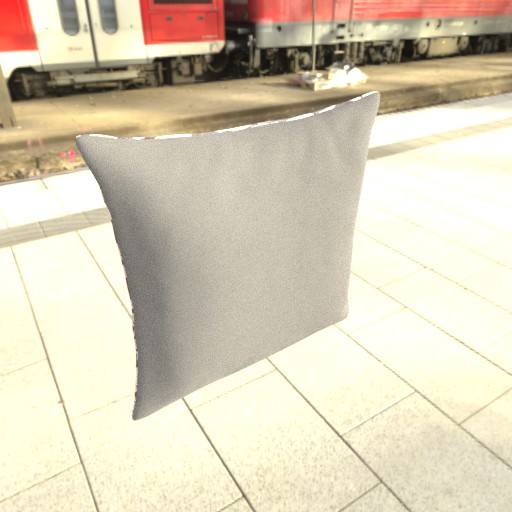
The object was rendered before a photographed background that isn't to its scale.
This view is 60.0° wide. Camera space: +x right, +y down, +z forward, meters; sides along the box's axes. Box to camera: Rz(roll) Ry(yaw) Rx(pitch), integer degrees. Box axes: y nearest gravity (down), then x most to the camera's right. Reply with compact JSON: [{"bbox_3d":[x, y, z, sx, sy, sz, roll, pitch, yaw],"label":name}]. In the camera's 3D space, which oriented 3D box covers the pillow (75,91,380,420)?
[{"bbox_3d":[0.000,0.000,0.783,0.526,0.507,0.166,-19,35,-29],"label":"pillow"}]
